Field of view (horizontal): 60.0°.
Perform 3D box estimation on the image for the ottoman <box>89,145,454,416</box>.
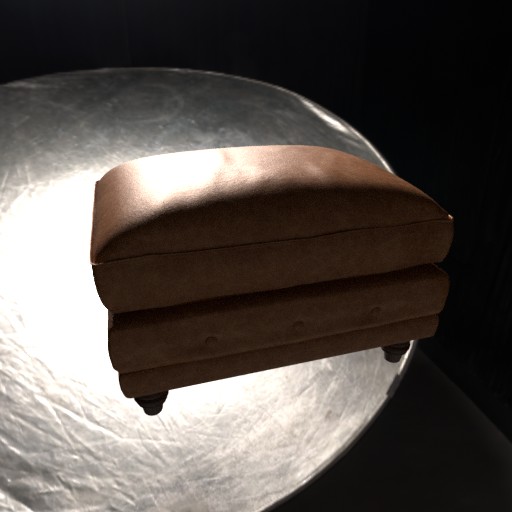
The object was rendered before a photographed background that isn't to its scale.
[{"bbox_3d":[0.000,0.000,1.077,0.710,0.480,0.533,-8,27,-15],"label":"ottoman"}]
